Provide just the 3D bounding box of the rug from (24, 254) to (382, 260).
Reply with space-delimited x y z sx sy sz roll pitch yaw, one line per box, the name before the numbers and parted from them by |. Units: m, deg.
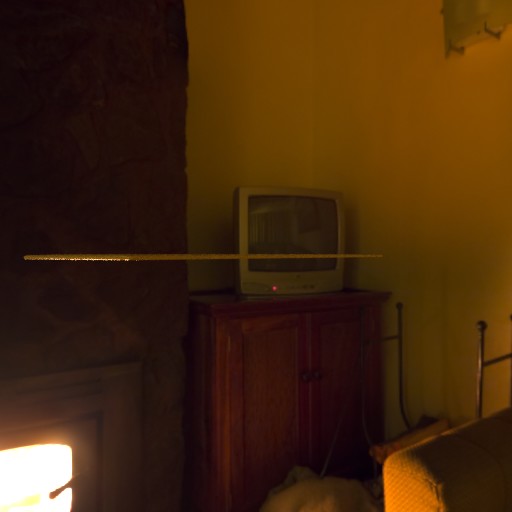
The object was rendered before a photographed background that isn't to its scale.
rug | 0.000 0.000 2.520 0.659 0.019 2.297 0 0 36
